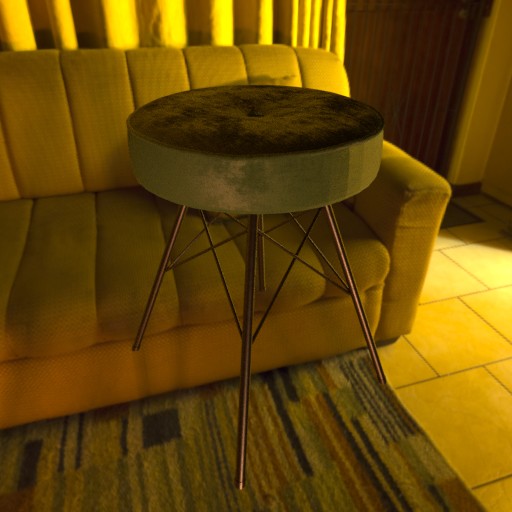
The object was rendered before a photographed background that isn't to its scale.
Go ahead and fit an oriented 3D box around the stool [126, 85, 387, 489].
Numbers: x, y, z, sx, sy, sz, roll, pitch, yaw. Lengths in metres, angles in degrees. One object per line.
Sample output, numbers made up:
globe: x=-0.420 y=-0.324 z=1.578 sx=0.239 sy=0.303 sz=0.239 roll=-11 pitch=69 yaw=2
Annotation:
stool: x=0.000 y=0.000 z=0.893 sx=0.430 sy=0.595 sz=0.457 roll=-22 pitch=38 yaw=-31
